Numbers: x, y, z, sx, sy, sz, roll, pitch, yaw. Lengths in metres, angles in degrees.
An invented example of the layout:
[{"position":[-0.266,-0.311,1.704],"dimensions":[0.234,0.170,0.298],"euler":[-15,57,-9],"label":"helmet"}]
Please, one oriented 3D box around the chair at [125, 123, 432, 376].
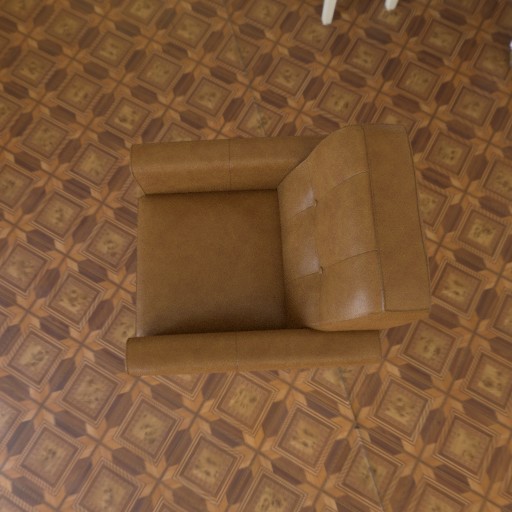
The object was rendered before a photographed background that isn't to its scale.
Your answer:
[{"position":[0.000,0.000,1.685],"dimensions":[0.942,0.968,0.845],"euler":[-3,76,-1],"label":"chair"}]
